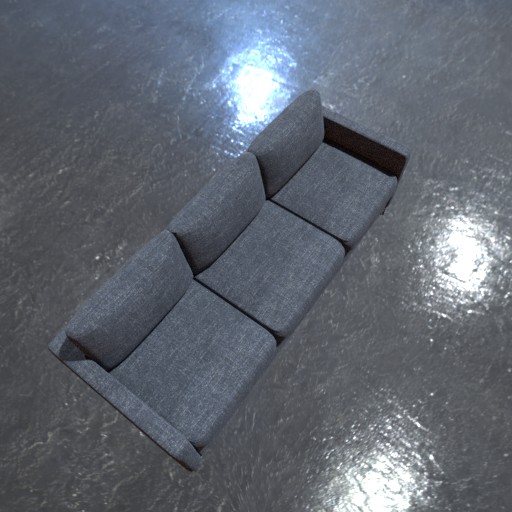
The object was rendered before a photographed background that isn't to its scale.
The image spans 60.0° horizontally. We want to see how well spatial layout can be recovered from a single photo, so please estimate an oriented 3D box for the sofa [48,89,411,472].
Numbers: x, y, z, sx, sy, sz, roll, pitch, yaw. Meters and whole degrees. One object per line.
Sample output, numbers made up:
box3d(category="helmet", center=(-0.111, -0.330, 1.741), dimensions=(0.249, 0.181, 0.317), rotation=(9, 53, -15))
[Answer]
box3d(category="sofa", center=(0.000, 0.000, 2.616), dimensions=(0.859, 0.874, 2.218), rotation=(32, 64, 18))
